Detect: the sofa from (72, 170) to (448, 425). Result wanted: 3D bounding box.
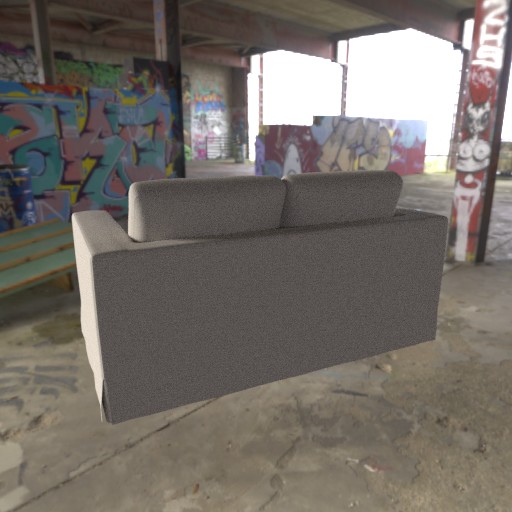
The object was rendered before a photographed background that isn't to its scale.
[{"bbox_3d":[0.000,0.000,2.436,1.813,0.932,1.009,-7,17,-24],"label":"sofa"}]
